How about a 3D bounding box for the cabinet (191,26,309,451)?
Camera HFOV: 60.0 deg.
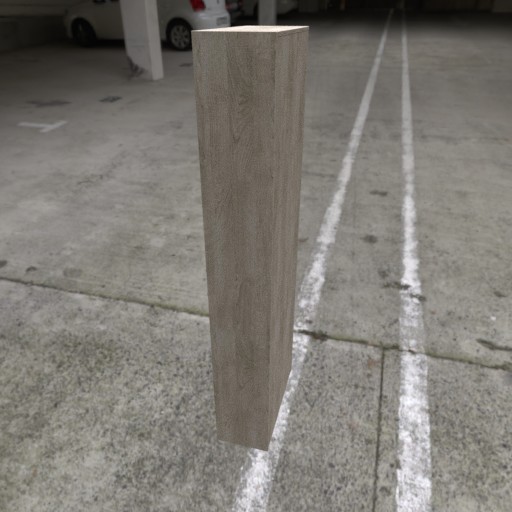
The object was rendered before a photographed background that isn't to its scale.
[{"bbox_3d":[0.000,0.000,1.782,0.250,1.630,0.520,8,30,13],"label":"cabinet"}]
